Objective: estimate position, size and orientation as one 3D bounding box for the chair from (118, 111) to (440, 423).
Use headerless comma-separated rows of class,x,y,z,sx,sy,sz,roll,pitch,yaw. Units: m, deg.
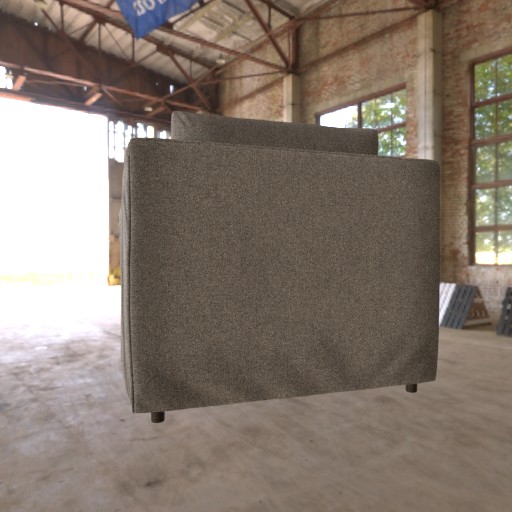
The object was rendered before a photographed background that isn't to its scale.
chair,0.000,0.000,2.026,1.194,1.059,1.071,0,0,-18
